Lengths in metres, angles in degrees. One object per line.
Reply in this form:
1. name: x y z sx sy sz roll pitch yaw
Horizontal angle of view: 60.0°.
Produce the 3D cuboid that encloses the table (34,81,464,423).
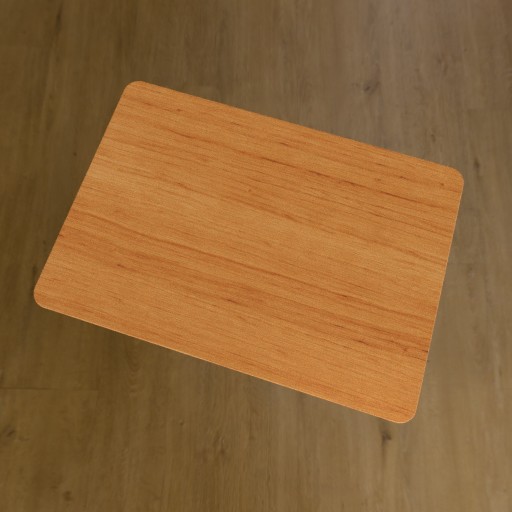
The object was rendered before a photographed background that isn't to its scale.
1. table: 0.000 0.000 1.389 0.997 0.445 0.696 17 76 4
